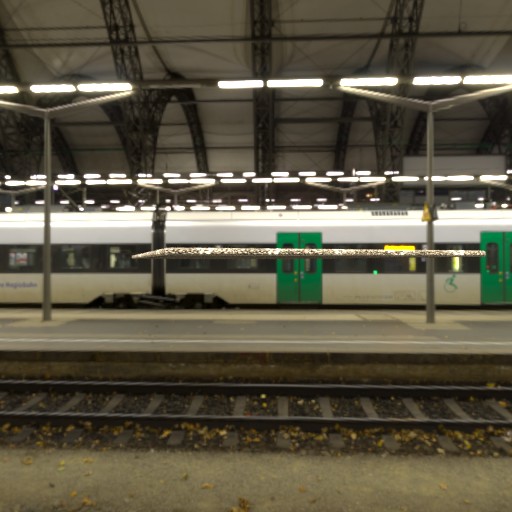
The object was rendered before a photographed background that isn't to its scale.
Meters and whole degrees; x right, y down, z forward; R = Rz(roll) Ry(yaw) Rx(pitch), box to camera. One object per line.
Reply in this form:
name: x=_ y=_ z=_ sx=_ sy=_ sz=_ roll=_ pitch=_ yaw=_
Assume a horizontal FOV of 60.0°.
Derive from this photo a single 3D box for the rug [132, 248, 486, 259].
rug: x=0.000 y=0.000 z=3.032 sx=1.524 sy=0.030 sz=2.438 roll=0 pitch=-1 yaw=-18
